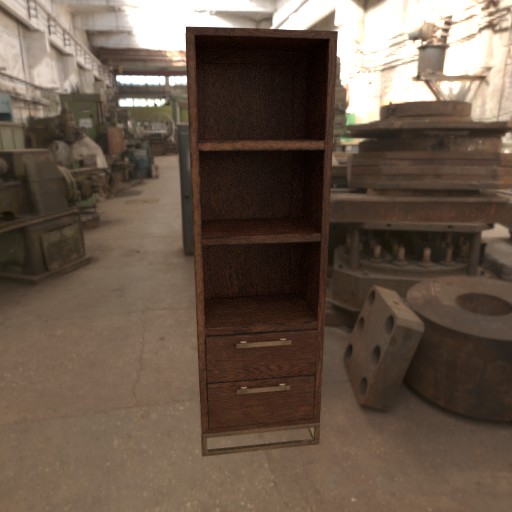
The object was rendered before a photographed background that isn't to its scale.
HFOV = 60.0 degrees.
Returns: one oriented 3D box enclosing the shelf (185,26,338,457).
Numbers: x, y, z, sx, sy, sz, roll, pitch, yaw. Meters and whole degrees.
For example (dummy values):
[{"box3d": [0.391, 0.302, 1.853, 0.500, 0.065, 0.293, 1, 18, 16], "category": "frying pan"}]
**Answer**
[{"box3d": [0.000, 0.000, 1.934, 0.539, 1.732, 0.395, -2, 16, -8], "category": "shelf"}]
